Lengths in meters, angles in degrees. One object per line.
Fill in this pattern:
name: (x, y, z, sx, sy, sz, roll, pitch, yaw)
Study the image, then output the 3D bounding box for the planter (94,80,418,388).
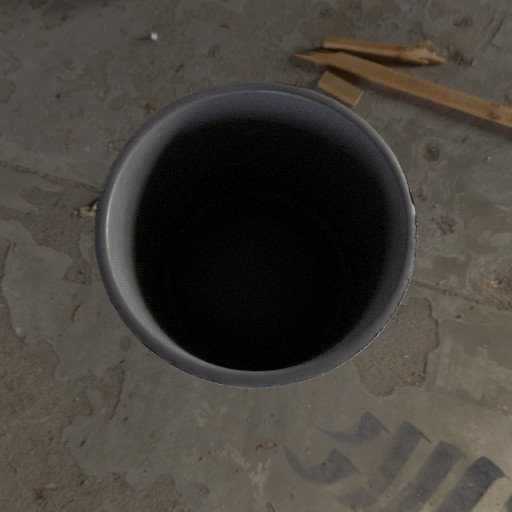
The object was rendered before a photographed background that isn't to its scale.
planter: (0.000, 0.000, 0.446, 0.254, 0.221, 0.254, 0, 75, 0)
